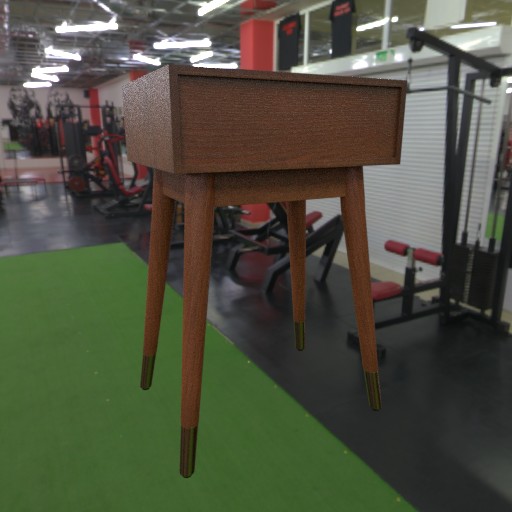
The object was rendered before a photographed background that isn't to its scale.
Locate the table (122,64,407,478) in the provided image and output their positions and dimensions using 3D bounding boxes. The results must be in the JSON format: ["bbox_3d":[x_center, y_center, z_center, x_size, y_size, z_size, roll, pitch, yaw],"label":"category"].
[{"bbox_3d":[0.000,0.000,0.820,0.406,0.599,0.300,-8,17,-26],"label":"table"}]
